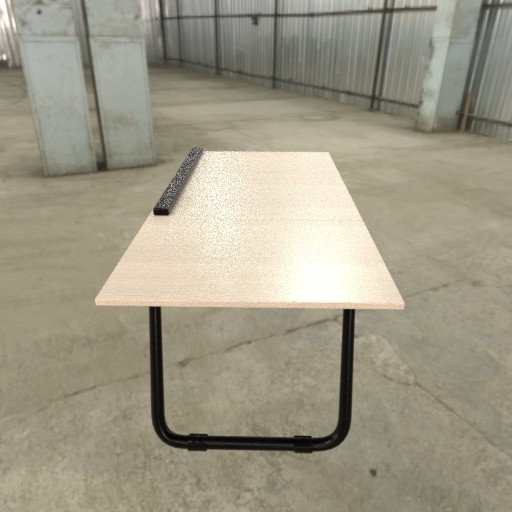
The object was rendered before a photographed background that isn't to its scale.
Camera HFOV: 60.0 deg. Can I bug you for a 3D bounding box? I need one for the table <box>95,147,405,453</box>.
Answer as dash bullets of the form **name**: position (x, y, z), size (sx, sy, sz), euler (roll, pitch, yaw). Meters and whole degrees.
- **table**: position (0.000, 0.000, 0.794), size (0.322, 0.242, 0.644), euler (1, 27, 1)
